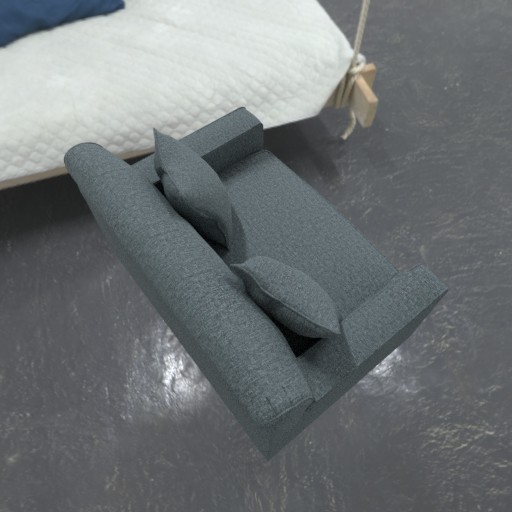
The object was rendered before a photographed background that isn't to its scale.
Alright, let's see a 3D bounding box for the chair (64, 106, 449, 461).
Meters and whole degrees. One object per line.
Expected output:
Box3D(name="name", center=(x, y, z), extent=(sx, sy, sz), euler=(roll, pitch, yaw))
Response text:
Box3D(name="chair", center=(0.000, 0.000, 2.057), extent=(1.000, 0.948, 1.383), euler=(-34, 65, -18))
